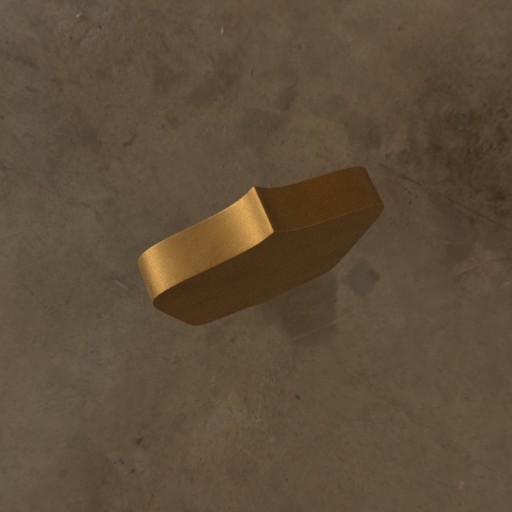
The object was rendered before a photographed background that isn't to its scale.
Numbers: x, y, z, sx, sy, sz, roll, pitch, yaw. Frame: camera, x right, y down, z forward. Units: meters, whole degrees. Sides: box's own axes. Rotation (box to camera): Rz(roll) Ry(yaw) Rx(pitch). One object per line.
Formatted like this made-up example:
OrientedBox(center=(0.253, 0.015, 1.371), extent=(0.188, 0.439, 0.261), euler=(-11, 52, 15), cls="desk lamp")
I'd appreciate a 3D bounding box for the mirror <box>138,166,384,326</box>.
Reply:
OrientedBox(center=(0.000, 0.000, 0.749), extent=(0.323, 0.613, 0.096), euler=(-22, 78, -5), cls="mirror")
